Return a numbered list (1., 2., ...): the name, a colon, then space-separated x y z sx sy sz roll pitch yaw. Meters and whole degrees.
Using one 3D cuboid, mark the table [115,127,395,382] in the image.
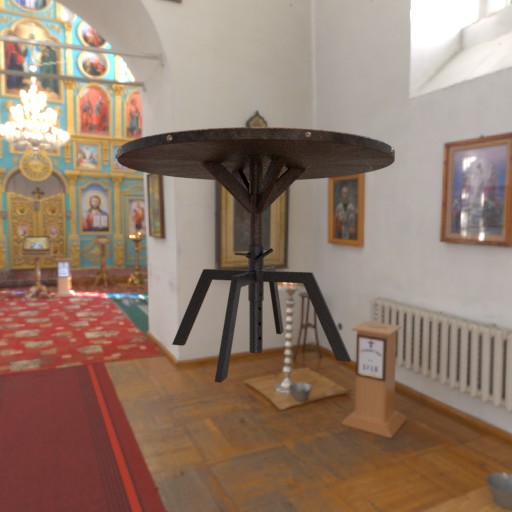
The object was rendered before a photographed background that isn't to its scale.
1. table: 0.000 0.000 1.498 0.885 0.658 0.885 0 3 0
